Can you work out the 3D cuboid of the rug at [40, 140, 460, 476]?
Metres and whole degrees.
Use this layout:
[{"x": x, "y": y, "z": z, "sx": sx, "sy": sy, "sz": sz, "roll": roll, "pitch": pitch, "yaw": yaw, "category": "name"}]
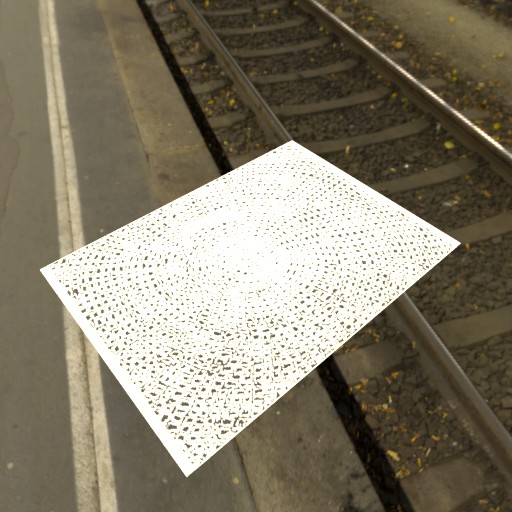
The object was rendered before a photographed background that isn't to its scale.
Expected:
[{"x": 0.000, "y": 0.000, "z": 2.122, "sx": 1.634, "sy": 0.003, "sz": 1.190, "roll": -33, "pitch": 55, "yaw": -26, "category": "rug"}]
